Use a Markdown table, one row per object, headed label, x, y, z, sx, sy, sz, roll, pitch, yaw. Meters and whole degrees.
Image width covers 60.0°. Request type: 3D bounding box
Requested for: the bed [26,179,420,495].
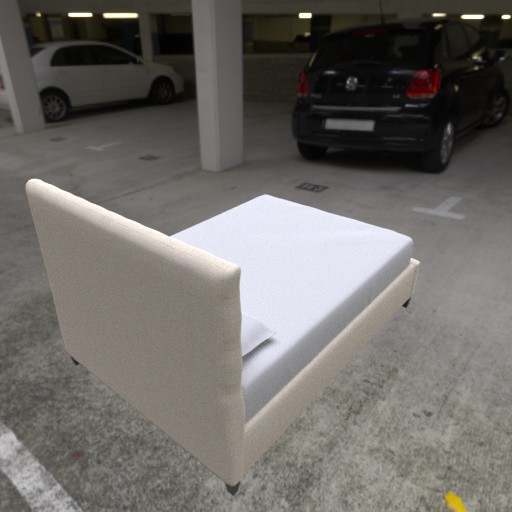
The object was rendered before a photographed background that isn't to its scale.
| label | x | y | z | sx | sy | sz | roll | pitch | yaw |
| --- | --- | --- | --- | --- | --- | --- | --- | --- | --- |
| bed | 0.000 | 0.000 | 3.313 | 1.698 | 1.427 | 2.387 | 22 | 36 | 34 |
